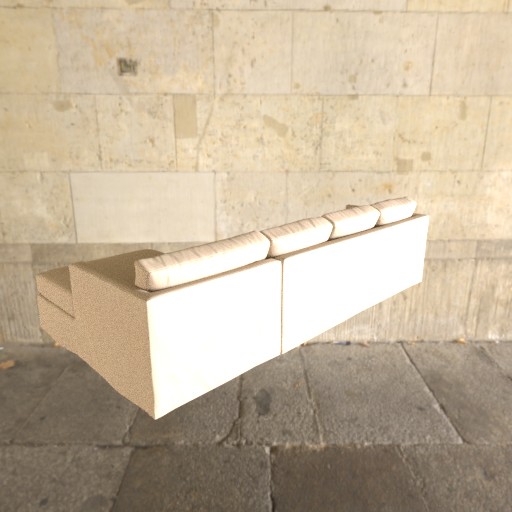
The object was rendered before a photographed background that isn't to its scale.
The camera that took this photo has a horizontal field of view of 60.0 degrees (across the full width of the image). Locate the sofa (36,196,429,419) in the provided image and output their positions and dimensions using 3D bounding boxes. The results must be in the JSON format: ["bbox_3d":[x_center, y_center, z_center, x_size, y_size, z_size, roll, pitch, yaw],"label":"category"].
[{"bbox_3d":[0.000,0.000,3.865,1.622,0.871,3.206,16,22,43],"label":"sofa"}]
